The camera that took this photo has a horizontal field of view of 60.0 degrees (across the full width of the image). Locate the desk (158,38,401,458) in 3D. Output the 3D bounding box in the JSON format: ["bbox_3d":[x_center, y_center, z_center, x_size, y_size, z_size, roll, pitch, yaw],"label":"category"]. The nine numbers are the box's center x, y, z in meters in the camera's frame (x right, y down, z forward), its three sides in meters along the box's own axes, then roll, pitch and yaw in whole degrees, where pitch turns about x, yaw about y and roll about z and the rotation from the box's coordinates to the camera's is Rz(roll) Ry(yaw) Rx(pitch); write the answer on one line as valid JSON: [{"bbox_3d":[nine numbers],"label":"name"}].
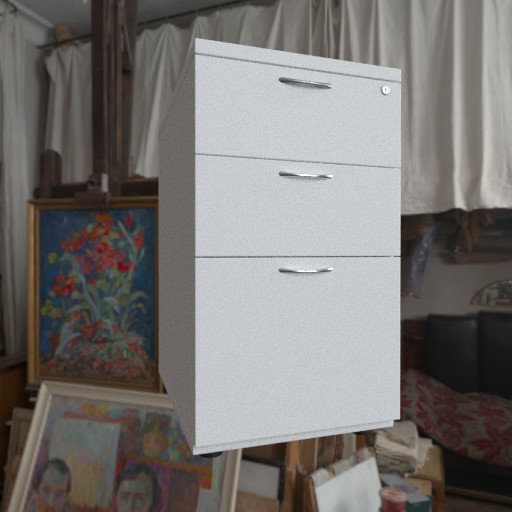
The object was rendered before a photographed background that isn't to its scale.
[{"bbox_3d":[0.000,0.000,1.076,0.404,0.730,0.600,0,0,-18],"label":"desk"}]
